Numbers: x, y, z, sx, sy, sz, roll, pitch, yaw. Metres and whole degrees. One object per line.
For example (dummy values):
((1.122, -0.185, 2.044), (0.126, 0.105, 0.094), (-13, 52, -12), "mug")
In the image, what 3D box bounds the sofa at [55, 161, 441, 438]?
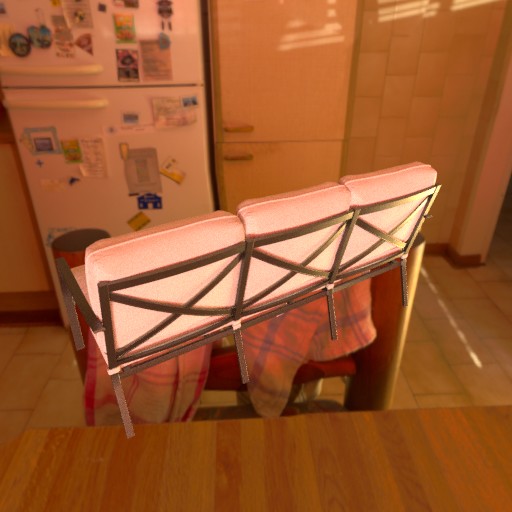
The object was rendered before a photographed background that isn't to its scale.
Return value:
((0.000, 0.000, 2.209), (1.740, 0.860, 0.787), (-18, 34, -28), "sofa")
